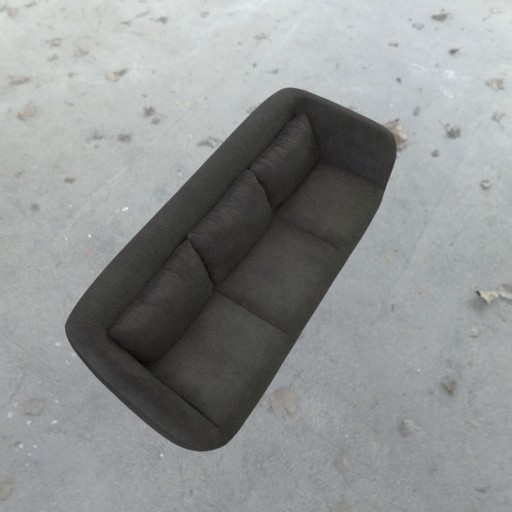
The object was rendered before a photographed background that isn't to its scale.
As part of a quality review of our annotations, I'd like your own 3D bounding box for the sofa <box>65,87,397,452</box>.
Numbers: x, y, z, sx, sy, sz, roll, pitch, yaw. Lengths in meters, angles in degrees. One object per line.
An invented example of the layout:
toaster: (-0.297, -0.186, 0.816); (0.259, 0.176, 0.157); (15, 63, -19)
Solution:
sofa: (0.000, 0.000, 2.768); (0.956, 0.875, 2.296); (29, 63, 16)
